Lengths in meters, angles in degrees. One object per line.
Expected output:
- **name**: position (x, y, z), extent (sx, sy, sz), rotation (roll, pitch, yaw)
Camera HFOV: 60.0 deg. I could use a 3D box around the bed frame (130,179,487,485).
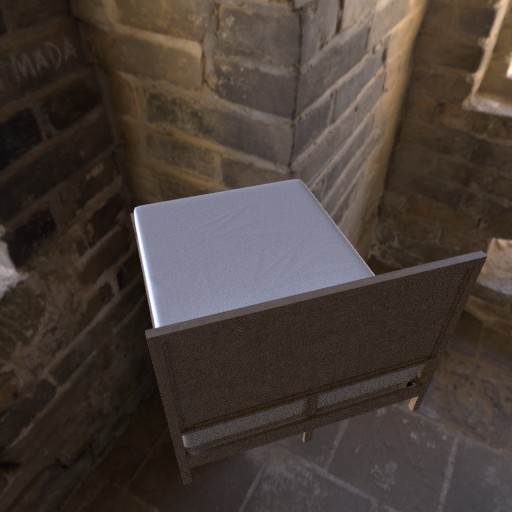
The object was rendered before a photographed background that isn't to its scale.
- **bed frame**: position (0.000, 0.000, 3.157), extent (1.606, 1.369, 2.189), rotation (-12, 42, -13)
